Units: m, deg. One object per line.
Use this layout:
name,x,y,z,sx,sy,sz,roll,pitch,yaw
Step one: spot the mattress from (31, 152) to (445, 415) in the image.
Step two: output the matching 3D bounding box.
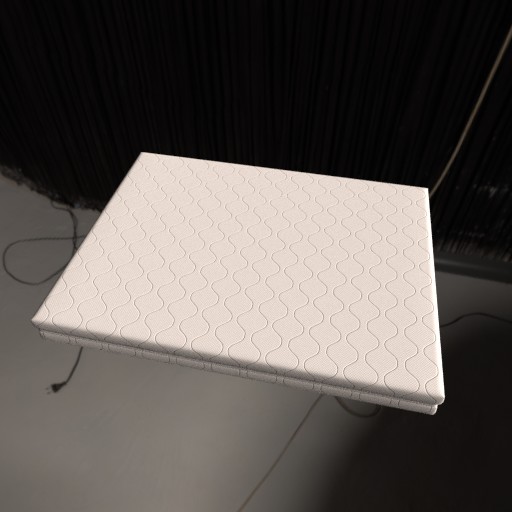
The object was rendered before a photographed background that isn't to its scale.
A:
mattress,0.000,0.000,2.489,1.900,0.200,1.400,9,48,8
